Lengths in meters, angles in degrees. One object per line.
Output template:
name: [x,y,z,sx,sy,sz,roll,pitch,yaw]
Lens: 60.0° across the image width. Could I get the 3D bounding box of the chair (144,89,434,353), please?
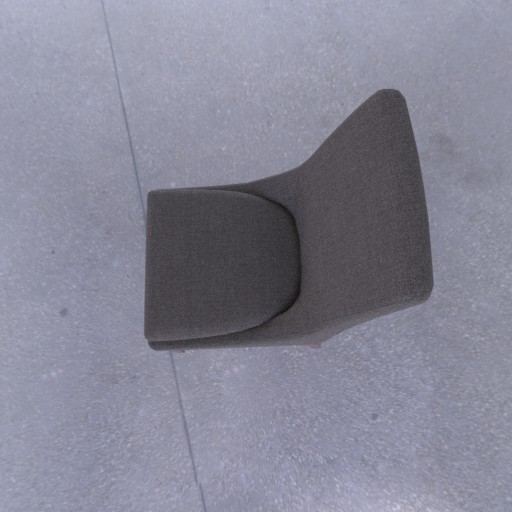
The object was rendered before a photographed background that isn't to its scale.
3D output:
chair: [0.000,0.000,1.303,0.655,0.952,0.508,-2,75,-1]
